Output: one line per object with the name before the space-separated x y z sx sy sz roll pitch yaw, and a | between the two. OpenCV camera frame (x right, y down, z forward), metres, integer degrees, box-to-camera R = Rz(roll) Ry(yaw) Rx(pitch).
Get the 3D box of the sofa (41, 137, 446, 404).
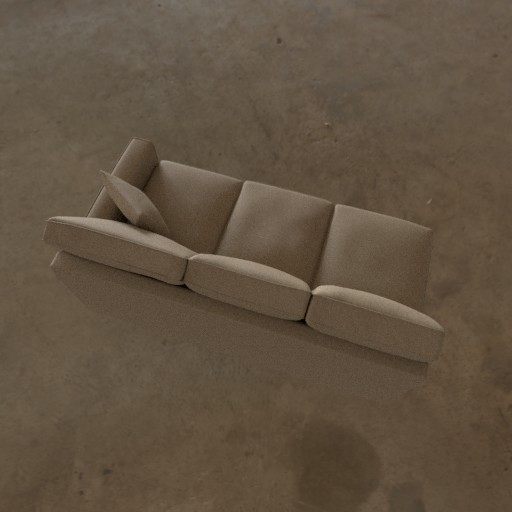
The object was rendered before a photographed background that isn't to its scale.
sofa | 0.000 0.000 2.591 1.963 0.946 1.034 16 64 8
